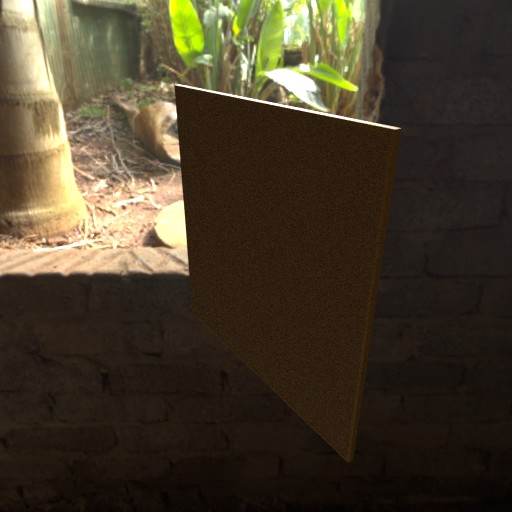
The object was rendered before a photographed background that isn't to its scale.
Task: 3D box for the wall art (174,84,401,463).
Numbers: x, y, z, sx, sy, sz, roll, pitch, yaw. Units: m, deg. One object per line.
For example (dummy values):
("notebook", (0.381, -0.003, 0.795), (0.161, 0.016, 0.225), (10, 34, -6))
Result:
("wall art", (0.000, 0.000, 0.980), (0.014, 0.655, 0.657), (-18, 32, -31))
